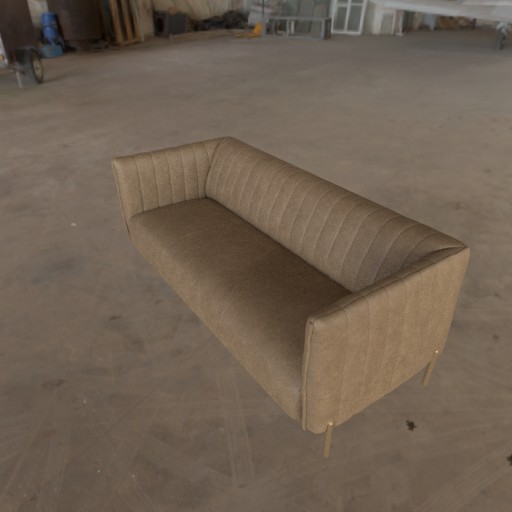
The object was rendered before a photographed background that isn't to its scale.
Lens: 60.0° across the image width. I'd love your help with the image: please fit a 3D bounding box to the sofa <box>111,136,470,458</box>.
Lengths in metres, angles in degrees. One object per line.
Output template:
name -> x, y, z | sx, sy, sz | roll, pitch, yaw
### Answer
sofa -> 0.000, 0.000, 2.472 | 0.876, 0.779, 1.980 | -20, 37, -29
